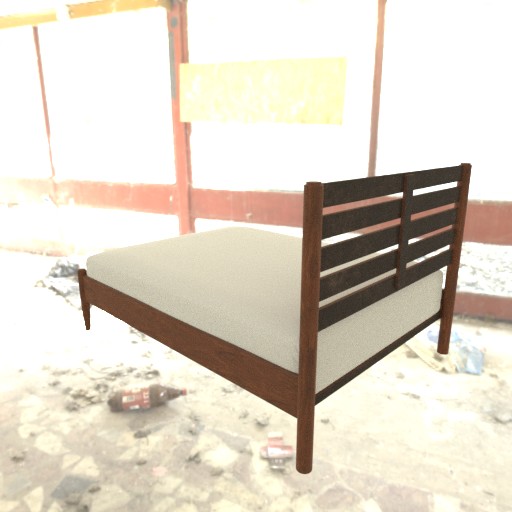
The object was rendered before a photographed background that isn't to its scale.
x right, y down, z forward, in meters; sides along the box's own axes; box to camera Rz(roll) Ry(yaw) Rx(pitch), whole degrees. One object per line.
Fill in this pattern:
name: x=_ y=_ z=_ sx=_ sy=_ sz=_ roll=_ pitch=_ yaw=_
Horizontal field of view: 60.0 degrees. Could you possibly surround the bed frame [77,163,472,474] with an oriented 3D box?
bed frame: x=0.000 y=0.000 z=3.152 sx=2.234 sy=1.321 sz=1.655 roll=15 pitch=21 yaw=42
